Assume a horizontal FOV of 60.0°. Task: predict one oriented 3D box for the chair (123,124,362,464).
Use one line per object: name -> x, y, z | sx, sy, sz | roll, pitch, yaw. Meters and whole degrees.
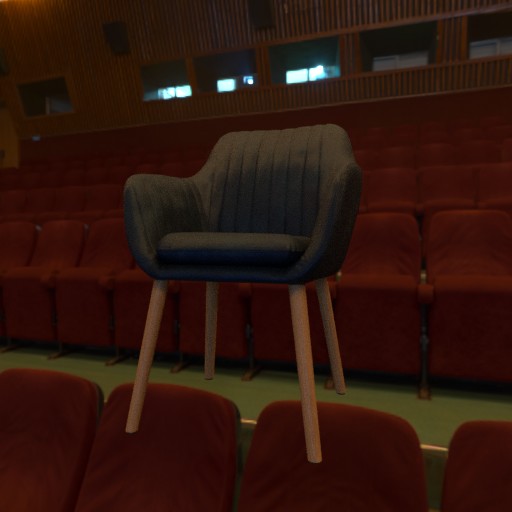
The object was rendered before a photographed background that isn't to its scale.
chair -> 0.000, 0.000, 1.229 | 0.578, 0.826, 0.573 | 1, 2, 19
